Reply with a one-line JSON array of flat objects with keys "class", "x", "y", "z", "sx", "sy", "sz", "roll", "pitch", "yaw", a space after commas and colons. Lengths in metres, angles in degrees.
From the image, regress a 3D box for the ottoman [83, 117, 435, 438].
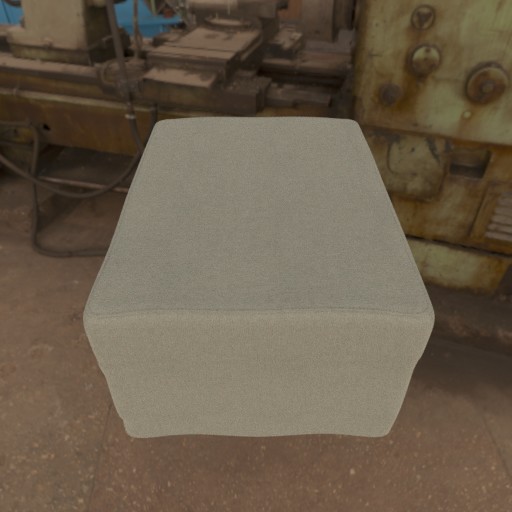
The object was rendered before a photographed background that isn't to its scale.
[{"class": "ottoman", "x": 0.000, "y": 0.000, "z": 1.221, "sx": 0.648, "sy": 0.461, "sz": 0.833, "roll": 0, "pitch": 41, "yaw": 0}]
